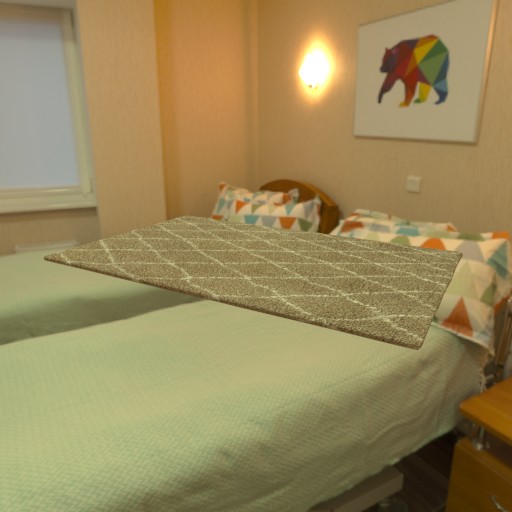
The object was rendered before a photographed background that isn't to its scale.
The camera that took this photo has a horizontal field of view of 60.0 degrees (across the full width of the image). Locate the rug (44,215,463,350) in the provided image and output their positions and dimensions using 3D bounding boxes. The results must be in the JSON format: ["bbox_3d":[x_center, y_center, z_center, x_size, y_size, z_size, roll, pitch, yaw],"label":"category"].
[{"bbox_3d":[0.000,0.000,3.027,2.438,0.030,1.524,10,20,29],"label":"rug"}]
